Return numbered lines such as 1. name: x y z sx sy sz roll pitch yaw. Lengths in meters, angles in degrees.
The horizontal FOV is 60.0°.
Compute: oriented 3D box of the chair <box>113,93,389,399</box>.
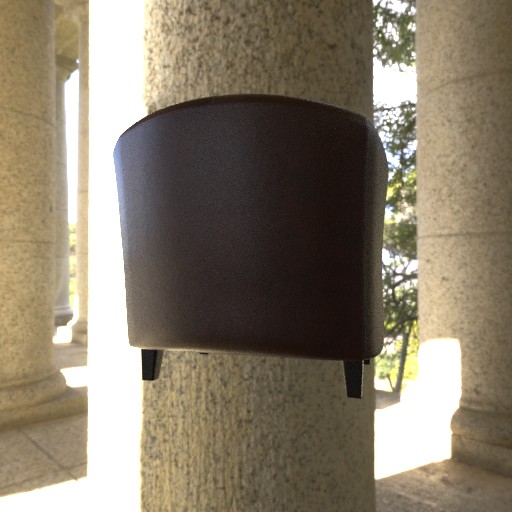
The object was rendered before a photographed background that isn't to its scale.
1. chair: 0.000 0.000 1.378 0.792 0.756 0.727 0 -2 17
